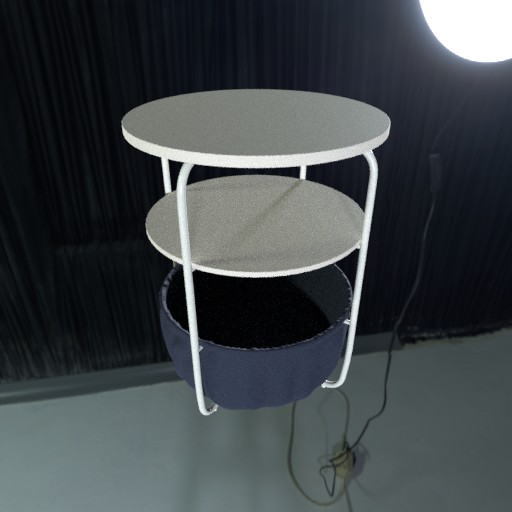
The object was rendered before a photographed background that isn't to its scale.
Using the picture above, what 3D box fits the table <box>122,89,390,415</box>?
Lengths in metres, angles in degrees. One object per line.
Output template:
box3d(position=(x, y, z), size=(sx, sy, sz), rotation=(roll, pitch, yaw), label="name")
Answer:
box3d(position=(0.000, 0.000, 0.850), size=(0.418, 0.532, 0.418), rotation=(-8, 32, -13), label="table")
